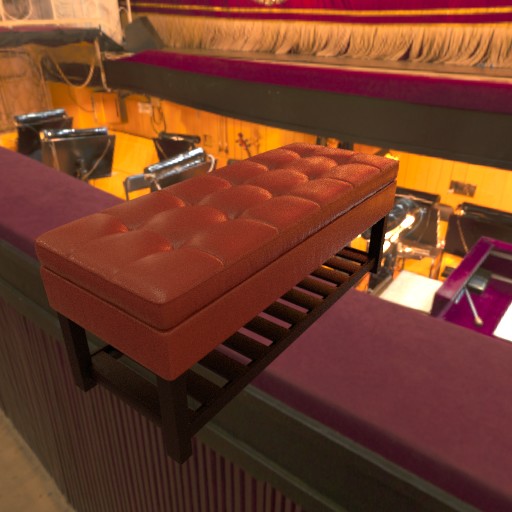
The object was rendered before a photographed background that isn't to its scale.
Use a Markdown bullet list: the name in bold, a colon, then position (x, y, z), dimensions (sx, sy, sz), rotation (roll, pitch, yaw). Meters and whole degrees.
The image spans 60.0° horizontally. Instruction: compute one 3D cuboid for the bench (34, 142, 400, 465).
- **bench**: position (0.000, 0.000, 1.352), dimensions (0.432, 0.460, 1.105), rotation (20, 34, 32)
